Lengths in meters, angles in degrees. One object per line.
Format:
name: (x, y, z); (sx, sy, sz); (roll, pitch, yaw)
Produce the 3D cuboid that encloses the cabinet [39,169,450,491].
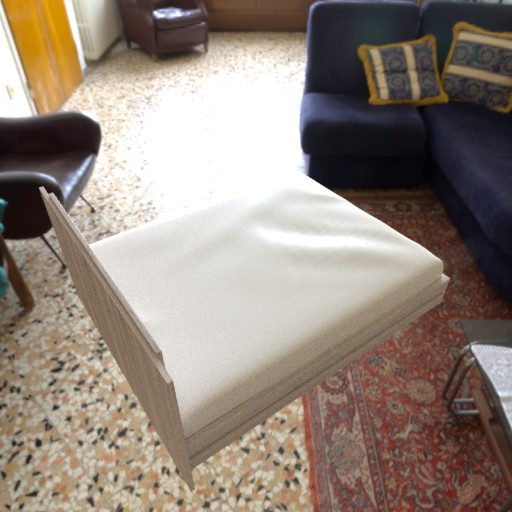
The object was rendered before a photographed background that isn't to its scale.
cabinet: (0.000, 0.000, 2.987); (2.080, 0.970, 1.750); (-25, 46, -27)
